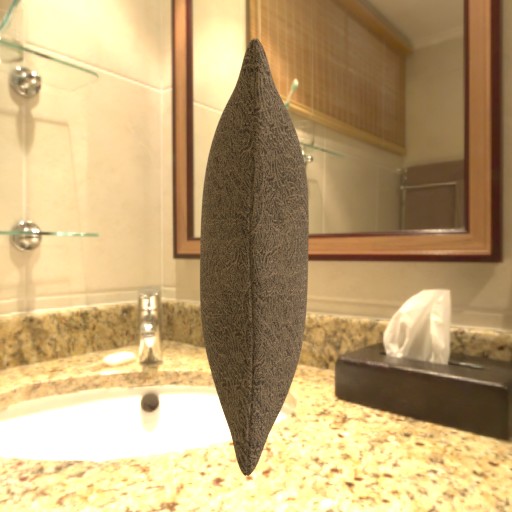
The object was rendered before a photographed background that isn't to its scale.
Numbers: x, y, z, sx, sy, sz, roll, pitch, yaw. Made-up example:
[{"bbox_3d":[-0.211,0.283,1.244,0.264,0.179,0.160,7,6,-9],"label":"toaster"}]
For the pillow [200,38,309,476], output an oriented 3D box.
[{"bbox_3d":[0.000,0.000,0.773,0.166,0.510,0.523,0,1,1],"label":"pillow"}]
